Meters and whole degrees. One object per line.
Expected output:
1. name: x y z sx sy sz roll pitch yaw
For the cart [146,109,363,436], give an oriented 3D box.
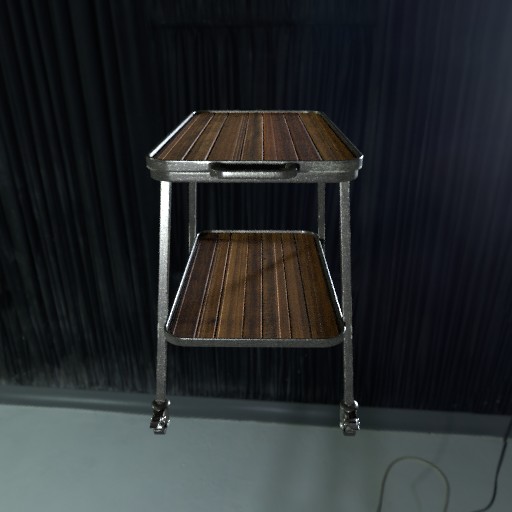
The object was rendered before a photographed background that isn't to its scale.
1. cart: 0.000 0.000 1.247 0.515 0.700 0.806 0 25 1
